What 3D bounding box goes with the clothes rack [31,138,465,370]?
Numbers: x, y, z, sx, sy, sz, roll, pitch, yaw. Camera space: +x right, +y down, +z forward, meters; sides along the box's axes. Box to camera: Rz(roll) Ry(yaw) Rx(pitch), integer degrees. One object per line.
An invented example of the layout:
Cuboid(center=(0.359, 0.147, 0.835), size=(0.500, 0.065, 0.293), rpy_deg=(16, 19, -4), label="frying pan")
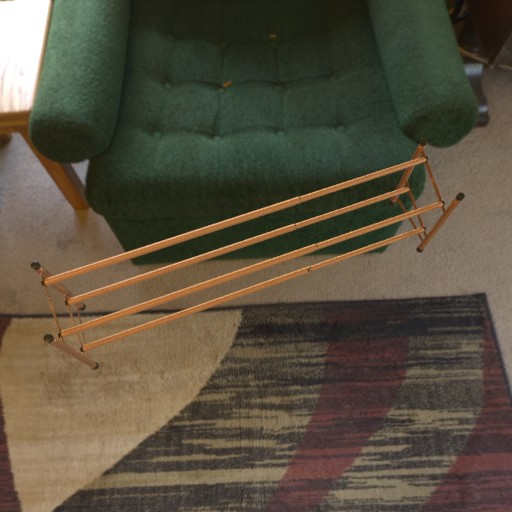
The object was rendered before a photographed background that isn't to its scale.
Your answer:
Cuboid(center=(0.000, 0.000, 1.346), size=(1.168, 0.349, 0.229), rpy_deg=(-19, 66, -9), label="clothes rack")
